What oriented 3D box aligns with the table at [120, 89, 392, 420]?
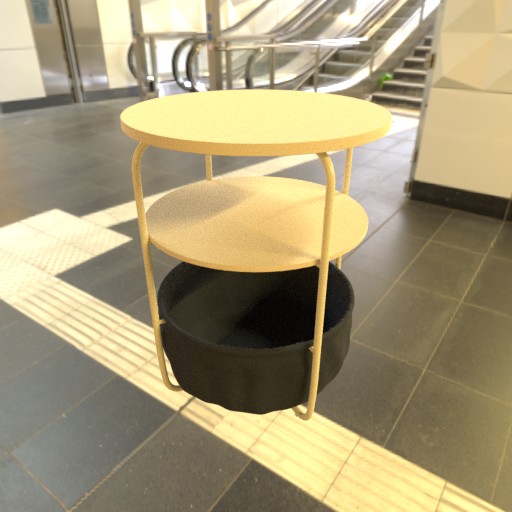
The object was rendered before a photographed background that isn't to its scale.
[{"bbox_3d":[0.000,0.000,0.834,0.418,0.532,0.418,8,30,14],"label":"table"}]
